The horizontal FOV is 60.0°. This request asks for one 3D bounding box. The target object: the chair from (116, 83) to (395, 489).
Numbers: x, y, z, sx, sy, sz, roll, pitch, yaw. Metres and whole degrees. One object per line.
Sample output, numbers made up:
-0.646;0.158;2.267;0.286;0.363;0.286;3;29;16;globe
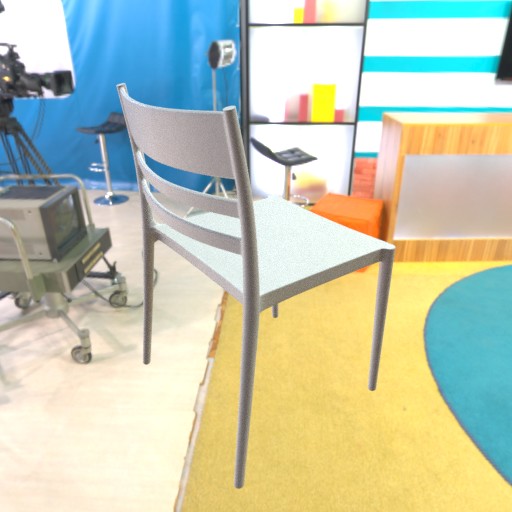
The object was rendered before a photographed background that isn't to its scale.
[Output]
0.000;0.000;1.113;0.511;0.800;0.531;-18;31;-31;chair
